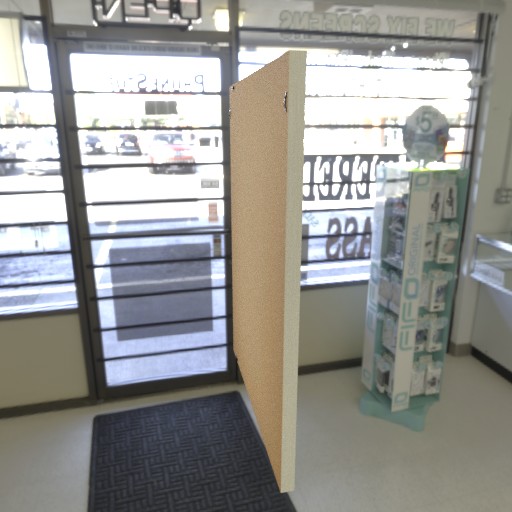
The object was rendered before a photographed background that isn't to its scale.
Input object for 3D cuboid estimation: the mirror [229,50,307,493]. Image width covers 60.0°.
[{"bbox_3d":[0.000,0.000,1.329,0.040,1.016,0.762,-3,16,-11],"label":"mirror"}]
